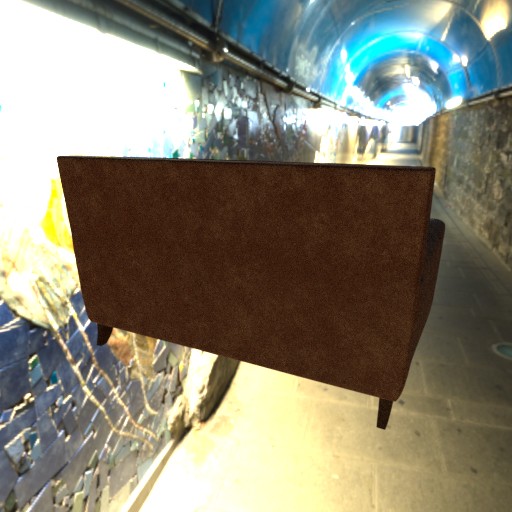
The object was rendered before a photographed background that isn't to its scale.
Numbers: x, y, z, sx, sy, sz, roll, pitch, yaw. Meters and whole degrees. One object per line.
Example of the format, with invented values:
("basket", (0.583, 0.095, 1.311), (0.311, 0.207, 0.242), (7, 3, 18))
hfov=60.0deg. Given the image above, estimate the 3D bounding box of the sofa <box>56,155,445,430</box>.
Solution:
("sofa", (0.000, 0.000, 1.954), (1.473, 0.871, 0.787), (8, 17, 26))
